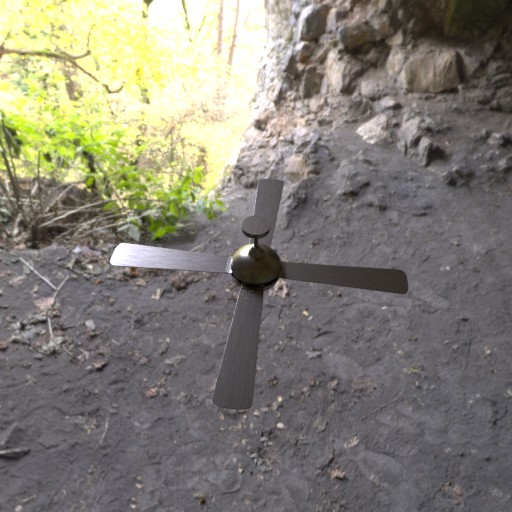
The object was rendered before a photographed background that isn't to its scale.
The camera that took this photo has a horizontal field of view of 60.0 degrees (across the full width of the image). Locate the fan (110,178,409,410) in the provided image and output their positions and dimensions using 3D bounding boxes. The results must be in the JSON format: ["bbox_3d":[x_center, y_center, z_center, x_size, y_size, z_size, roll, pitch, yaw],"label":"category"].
[{"bbox_3d":[0.000,0.000,2.009,1.321,0.381,1.321,21,50,19],"label":"fan"}]
